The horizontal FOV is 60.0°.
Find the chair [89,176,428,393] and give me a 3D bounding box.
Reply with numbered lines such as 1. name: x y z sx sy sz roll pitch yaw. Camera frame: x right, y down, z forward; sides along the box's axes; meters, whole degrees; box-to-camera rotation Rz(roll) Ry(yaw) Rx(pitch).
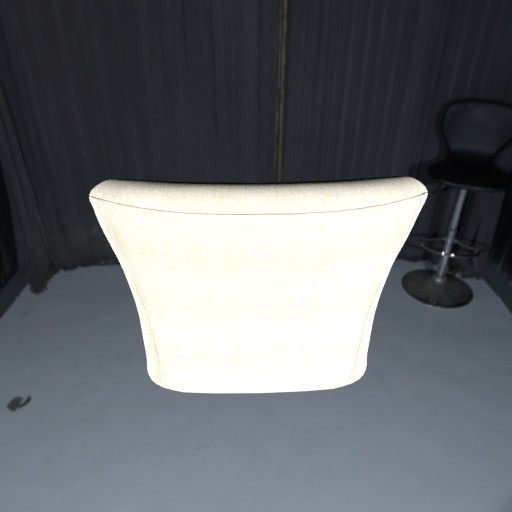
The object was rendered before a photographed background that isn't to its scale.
1. chair: 0.000 0.000 1.577 0.864 0.856 0.923 -1 30 -1
